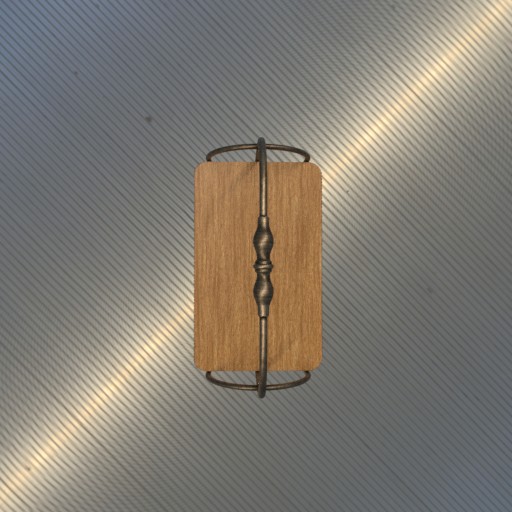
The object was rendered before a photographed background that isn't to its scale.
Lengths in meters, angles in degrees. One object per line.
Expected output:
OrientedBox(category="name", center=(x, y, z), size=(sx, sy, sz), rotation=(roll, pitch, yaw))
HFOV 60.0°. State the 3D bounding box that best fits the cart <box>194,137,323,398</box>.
OrientedBox(category="cart", center=(0.000, 0.000, 1.347), size=(0.330, 1.052, 0.650), rotation=(0, 89, -2))
